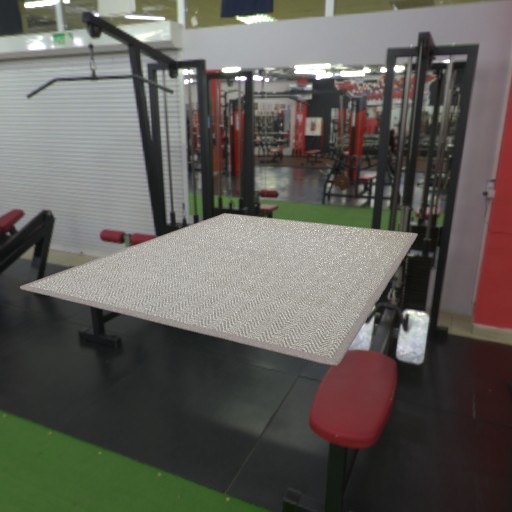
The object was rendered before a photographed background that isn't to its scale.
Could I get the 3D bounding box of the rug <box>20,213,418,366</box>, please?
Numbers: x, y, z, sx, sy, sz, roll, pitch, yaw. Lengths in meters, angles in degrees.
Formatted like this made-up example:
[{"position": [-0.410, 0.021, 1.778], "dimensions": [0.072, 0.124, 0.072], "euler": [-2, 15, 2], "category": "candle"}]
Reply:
[{"position": [0.000, 0.000, 4.049], "dimensions": [2.434, 0.032, 3.007], "euler": [8, 19, 25], "category": "rug"}]
